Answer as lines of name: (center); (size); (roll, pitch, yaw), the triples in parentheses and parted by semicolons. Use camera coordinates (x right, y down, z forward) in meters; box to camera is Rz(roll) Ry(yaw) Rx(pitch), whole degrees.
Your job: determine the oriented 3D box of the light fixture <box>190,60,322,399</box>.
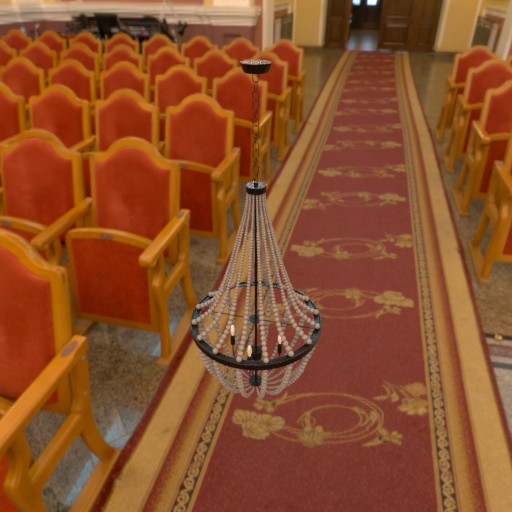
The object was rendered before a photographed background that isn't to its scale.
light fixture: (0.000, 0.000, 1.400); (0.450, 1.133, 0.450); (0, 31, 0)
